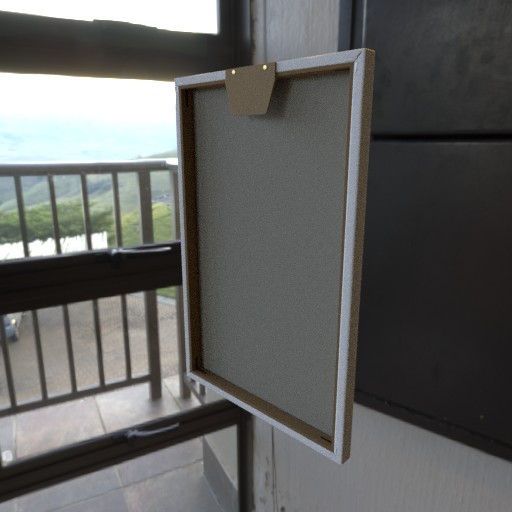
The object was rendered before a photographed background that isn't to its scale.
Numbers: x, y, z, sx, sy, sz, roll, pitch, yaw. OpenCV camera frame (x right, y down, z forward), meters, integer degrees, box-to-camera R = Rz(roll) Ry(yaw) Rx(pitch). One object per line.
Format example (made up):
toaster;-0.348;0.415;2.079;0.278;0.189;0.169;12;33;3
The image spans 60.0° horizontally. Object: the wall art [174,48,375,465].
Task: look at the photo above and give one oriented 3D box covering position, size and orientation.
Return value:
wall art;0.000;0.000;1.154;0.602;0.916;0.048;14;20;42
